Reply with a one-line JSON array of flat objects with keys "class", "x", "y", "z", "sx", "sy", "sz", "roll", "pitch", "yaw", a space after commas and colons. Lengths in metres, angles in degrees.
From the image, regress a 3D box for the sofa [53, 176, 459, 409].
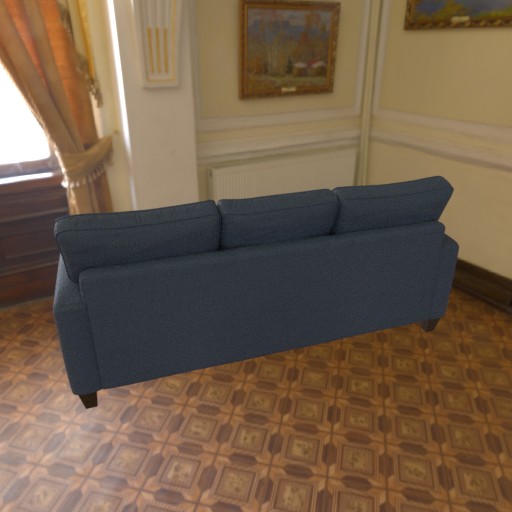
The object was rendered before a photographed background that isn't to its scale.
[{"class": "sofa", "x": 0.000, "y": 0.000, "z": 2.626, "sx": 2.158, "sy": 0.965, "sz": 0.951, "roll": -8, "pitch": 27, "yaw": -17}]
